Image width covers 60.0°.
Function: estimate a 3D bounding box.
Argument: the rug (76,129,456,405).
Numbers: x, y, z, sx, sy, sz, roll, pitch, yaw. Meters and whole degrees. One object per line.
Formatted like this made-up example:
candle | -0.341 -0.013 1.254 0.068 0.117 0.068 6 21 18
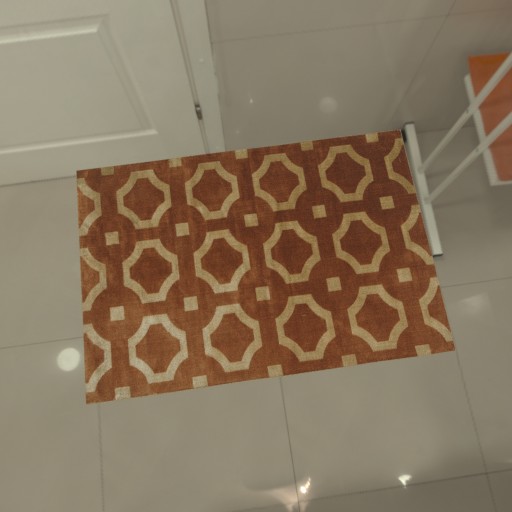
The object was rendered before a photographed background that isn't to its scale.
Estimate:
rug | 0.000 0.000 2.900 2.286 0.016 1.555 -8 75 -2
